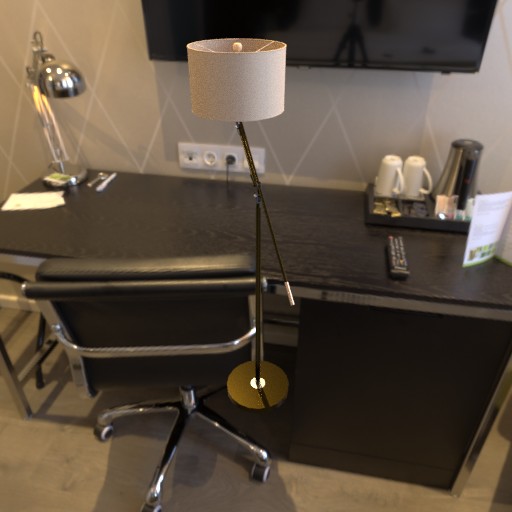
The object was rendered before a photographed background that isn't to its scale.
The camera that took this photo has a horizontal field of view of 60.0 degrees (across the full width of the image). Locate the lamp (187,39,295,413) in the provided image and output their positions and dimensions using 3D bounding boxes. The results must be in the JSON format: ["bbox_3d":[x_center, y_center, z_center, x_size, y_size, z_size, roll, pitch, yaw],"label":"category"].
[{"bbox_3d":[0.000,0.000,1.934,0.373,1.635,0.809,-11,34,-16],"label":"lamp"}]
